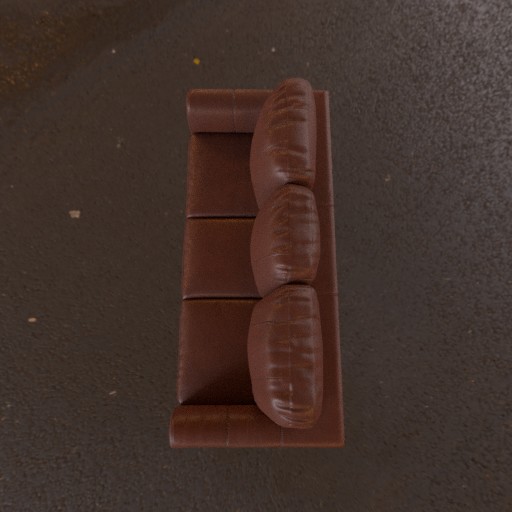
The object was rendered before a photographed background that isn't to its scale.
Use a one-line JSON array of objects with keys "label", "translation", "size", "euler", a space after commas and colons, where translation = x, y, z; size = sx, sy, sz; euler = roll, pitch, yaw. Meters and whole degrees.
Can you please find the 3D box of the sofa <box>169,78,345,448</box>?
[{"label": "sofa", "translation": [0.000, 0.000, 2.345], "size": [0.802, 0.915, 1.862], "euler": [0, 75, 0]}]
